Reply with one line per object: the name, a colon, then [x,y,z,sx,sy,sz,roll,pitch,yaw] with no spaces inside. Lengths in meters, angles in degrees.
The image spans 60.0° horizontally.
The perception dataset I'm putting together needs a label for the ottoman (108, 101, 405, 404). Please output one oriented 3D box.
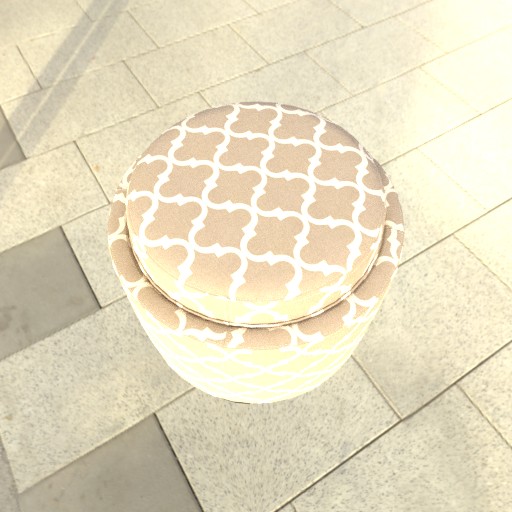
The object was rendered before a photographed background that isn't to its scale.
ottoman: [0.000,0.000,0.834,0.480,0.429,0.480,0,59,0]
